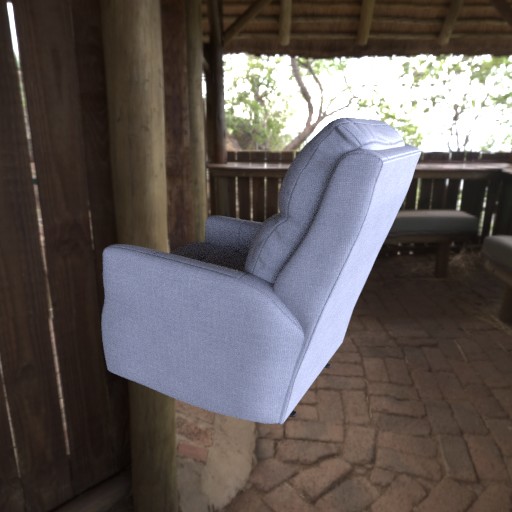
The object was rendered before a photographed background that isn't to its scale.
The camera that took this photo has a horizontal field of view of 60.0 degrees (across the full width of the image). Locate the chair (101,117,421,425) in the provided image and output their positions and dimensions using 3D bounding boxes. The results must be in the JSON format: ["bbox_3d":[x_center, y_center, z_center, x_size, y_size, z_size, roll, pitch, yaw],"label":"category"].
[{"bbox_3d":[0.000,0.000,1.752,1.080,1.030,0.829,8,17,27],"label":"chair"}]
